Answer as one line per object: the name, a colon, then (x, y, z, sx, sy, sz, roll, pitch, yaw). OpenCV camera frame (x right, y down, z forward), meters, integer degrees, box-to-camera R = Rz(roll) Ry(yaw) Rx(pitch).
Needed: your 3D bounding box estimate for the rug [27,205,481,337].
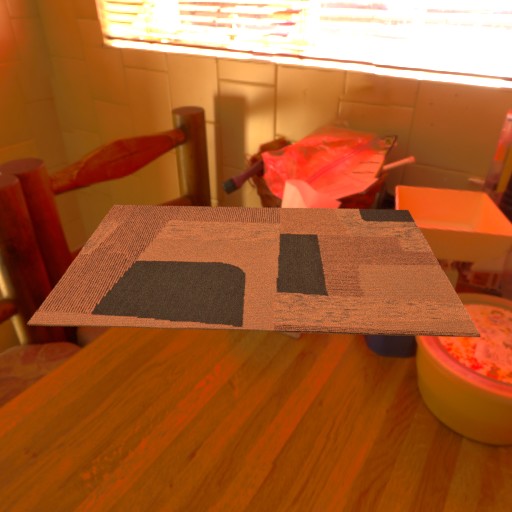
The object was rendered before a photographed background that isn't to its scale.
rug: (0.000, 0.000, 3.015, 2.436, 0.015, 1.521, 1, 32, 2)
